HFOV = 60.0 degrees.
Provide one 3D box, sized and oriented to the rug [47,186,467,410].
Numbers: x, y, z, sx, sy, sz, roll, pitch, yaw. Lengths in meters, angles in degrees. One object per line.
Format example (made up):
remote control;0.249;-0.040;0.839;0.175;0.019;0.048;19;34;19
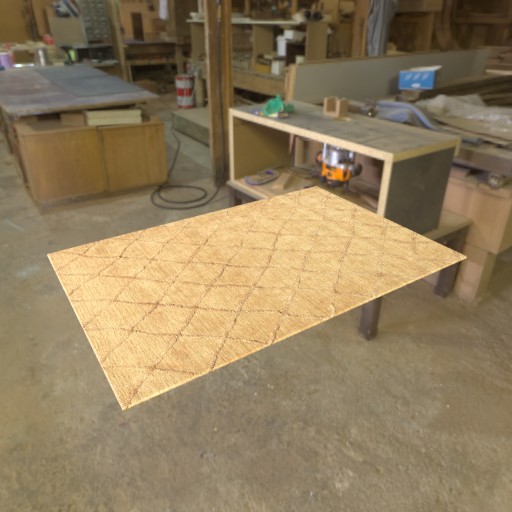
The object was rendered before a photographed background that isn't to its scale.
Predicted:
rug;0.000;0.000;2.909;2.292;0.014;1.528;-18;34;-28
